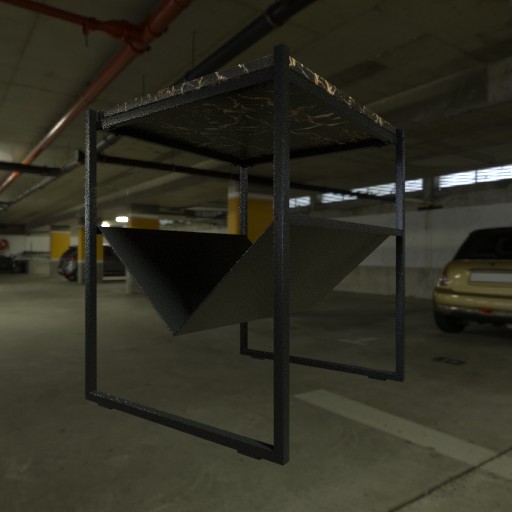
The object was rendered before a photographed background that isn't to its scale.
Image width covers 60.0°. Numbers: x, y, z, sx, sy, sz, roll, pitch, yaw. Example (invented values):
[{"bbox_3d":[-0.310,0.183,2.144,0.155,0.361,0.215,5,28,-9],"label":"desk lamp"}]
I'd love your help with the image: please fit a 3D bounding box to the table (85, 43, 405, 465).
[{"bbox_3d":[0.000,0.000,0.870,0.432,0.534,0.469,0,0,37],"label":"table"}]
